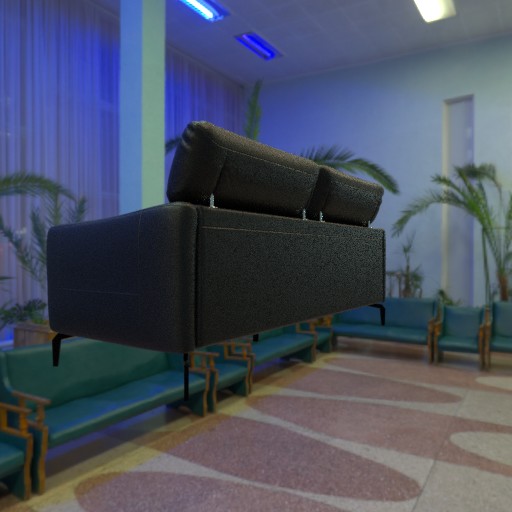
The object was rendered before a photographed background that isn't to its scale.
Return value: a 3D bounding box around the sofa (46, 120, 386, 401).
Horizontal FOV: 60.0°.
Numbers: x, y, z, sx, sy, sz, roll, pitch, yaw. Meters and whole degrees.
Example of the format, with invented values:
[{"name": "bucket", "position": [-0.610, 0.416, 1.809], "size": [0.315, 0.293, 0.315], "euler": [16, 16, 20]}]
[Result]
[{"name": "sofa", "position": [0.000, 0.000, 2.480], "size": [0.856, 0.957, 2.069], "euler": [0, 0, 35]}]
